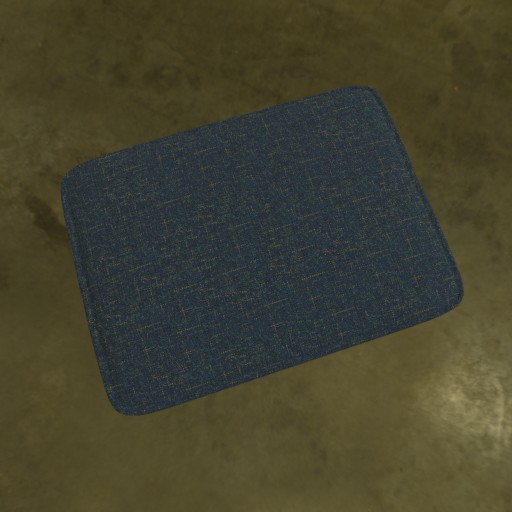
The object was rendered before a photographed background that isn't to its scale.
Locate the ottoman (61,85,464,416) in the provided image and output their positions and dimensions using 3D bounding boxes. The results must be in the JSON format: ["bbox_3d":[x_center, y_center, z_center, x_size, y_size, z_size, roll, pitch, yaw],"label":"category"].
[{"bbox_3d":[0.000,0.000,1.092,0.749,0.450,0.549,-17,77,-4],"label":"ottoman"}]
